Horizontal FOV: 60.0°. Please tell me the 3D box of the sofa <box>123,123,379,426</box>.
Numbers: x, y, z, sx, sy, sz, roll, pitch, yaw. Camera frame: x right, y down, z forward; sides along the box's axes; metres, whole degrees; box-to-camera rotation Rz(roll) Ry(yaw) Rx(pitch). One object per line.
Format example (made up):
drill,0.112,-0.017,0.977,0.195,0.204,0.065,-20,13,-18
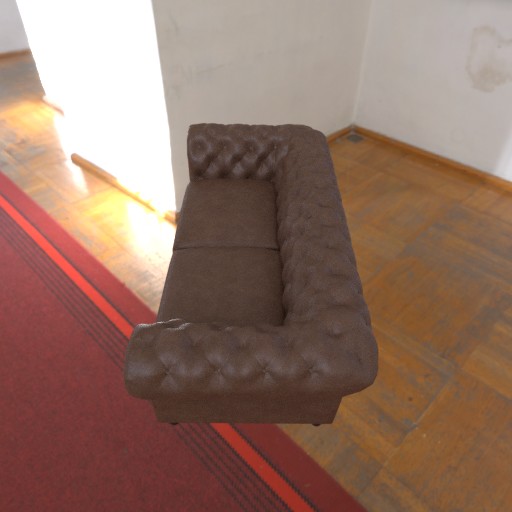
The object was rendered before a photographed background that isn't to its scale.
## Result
sofa,0.000,0.000,2.505,0.955,0.784,2.048,0,41,0
